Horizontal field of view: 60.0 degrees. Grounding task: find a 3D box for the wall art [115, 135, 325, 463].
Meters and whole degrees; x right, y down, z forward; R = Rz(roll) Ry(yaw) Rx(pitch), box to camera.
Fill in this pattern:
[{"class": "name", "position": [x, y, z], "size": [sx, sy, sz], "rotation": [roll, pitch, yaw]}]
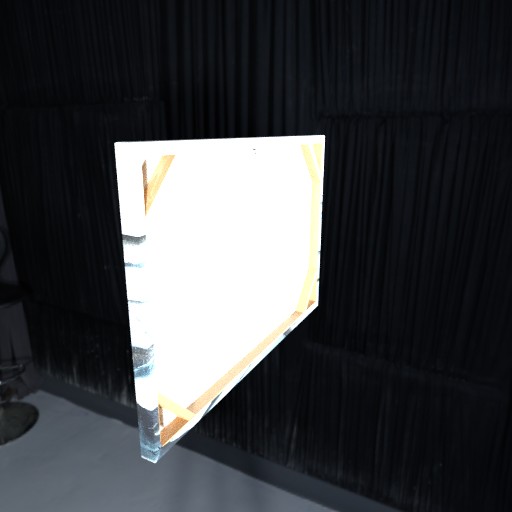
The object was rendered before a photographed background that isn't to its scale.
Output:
[{"class": "wall art", "position": [0.000, 0.000, 1.180], "size": [0.039, 0.609, 0.914], "rotation": [8, 18, 27]}]
